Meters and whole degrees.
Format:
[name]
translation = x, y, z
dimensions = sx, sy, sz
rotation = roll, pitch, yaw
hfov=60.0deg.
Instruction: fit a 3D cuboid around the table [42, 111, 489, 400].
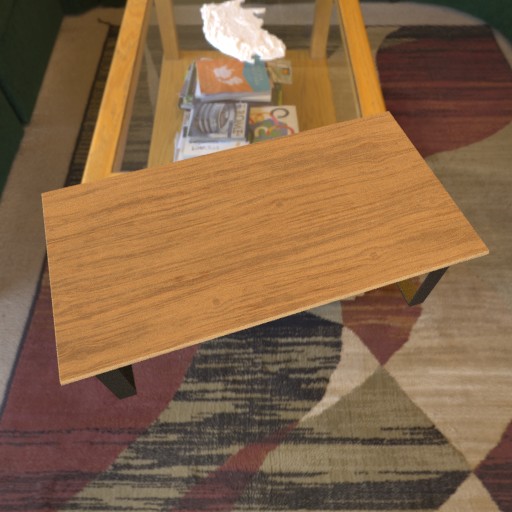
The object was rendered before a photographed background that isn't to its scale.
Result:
[table]
translation = 0.000, 0.000, 1.650
dimensions = 1.331, 0.445, 0.693
rotation = -16, 60, -10
